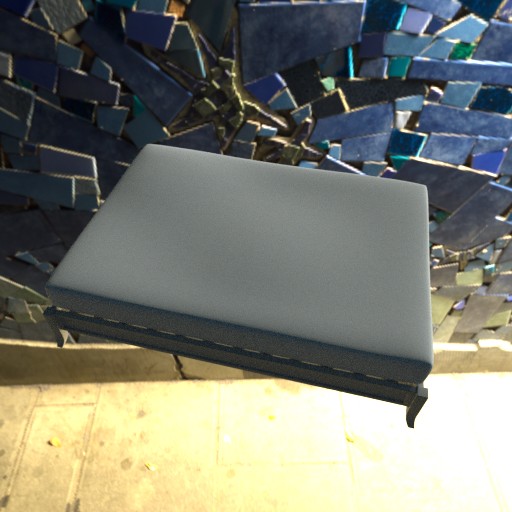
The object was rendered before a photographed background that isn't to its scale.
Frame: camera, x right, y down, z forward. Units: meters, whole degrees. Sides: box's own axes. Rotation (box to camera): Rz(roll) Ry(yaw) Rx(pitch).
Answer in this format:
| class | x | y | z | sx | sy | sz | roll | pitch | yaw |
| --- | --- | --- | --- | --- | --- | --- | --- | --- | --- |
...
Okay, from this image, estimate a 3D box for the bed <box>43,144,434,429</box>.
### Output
| class | x | y | z | sx | sy | sz | roll | pitch | yaw |
| --- | --- | --- | --- | --- | --- | --- | --- | --- | --- |
| bed | 0.000 | 0.000 | 2.670 | 1.985 | 0.510 | 1.460 | 10 | 48 | 9 |
